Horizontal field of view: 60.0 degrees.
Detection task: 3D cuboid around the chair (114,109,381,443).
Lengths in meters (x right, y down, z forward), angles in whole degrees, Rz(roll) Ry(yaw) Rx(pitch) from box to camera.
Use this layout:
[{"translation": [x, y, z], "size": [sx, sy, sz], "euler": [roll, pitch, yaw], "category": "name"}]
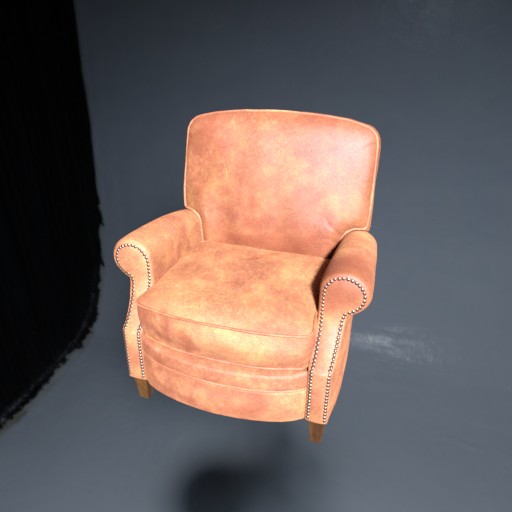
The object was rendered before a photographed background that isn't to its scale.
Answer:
[{"translation": [0.000, 0.000, 1.762], "size": [0.936, 1.018, 0.986], "euler": [9, 29, 16], "category": "chair"}]
